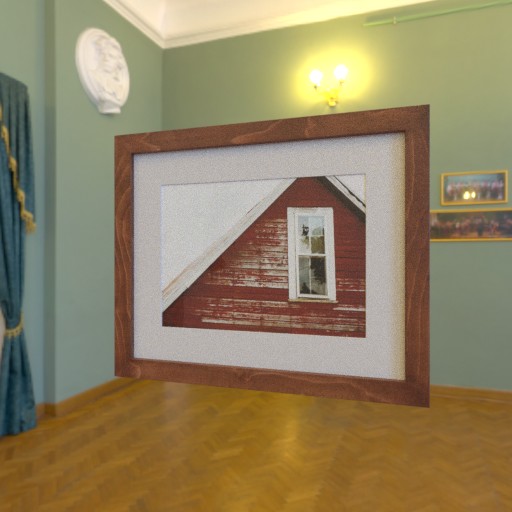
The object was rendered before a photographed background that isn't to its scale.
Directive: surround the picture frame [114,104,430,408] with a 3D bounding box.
[{"bbox_3d":[0.000,0.000,0.767,0.559,0.457,0.025,0,0,18],"label":"picture frame"}]
